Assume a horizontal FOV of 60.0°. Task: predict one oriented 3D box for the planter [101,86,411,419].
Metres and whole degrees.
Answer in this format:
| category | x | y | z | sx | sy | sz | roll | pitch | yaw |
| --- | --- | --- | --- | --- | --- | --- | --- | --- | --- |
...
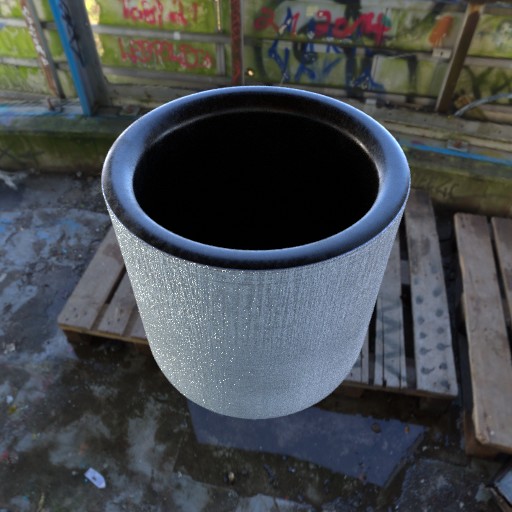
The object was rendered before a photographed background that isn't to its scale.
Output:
| category | x | y | z | sx | sy | sz | roll | pitch | yaw |
| --- | --- | --- | --- | --- | --- | --- | --- | --- | --- |
| planter | 0.000 | 0.000 | 0.287 | 0.160 | 0.156 | 0.160 | 0 | 47 | 0 |
